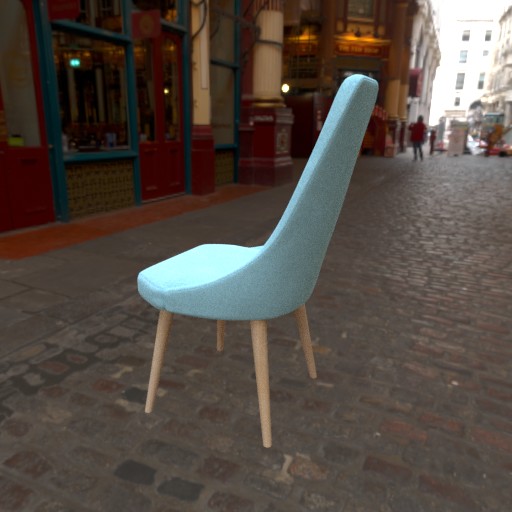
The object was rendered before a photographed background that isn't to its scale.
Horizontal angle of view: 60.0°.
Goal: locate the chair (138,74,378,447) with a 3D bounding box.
[{"bbox_3d":[0.000,0.000,1.416,0.660,1.040,0.510,8,18,25],"label":"chair"}]
